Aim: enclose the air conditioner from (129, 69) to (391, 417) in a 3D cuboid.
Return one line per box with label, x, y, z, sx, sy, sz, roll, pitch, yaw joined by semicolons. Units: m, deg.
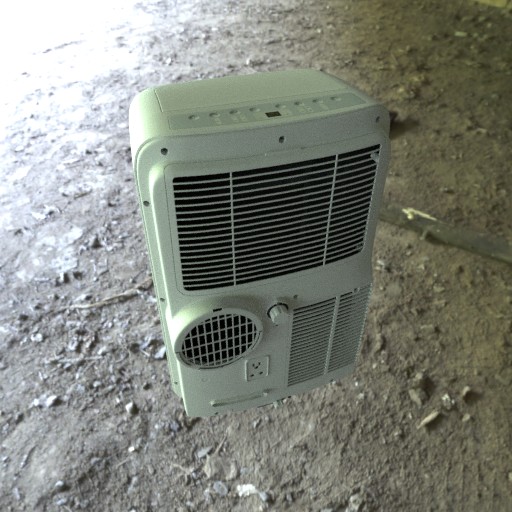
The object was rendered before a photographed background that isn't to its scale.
air conditioner;0.000;0.000;0.943;0.454;0.700;0.365;-12;43;-13
